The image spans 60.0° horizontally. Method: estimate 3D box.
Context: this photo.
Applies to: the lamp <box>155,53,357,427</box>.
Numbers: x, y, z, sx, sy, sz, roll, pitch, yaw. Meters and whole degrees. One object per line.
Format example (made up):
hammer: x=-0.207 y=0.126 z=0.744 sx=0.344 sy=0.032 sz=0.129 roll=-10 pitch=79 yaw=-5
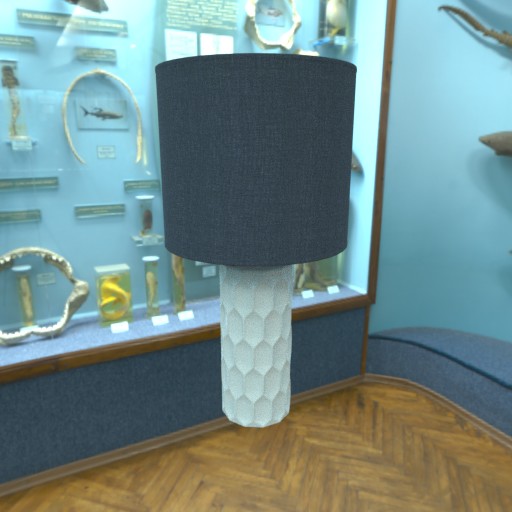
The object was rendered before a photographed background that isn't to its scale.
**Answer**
lamp: x=0.000 y=0.000 z=0.690 sx=0.277 sy=0.537 sz=0.277 roll=-7 pitch=17 yaw=-25
